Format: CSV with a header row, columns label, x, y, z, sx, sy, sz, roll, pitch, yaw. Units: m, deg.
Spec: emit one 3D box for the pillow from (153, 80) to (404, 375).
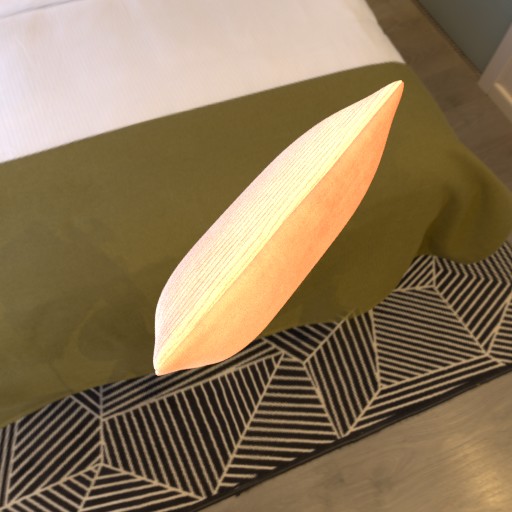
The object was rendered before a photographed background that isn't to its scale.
label,x,y,z,sx,sy,sz,roll,pitch,yaw
pillow,0.000,0.000,0.642,0.177,0.401,0.424,35,69,15
